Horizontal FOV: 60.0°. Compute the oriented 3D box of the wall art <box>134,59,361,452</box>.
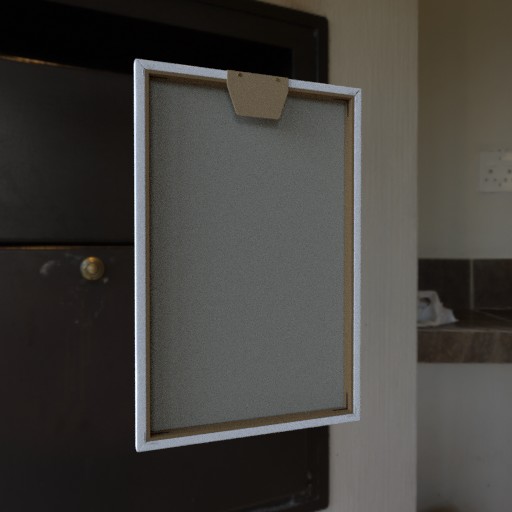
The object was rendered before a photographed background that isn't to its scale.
[{"bbox_3d":[0.000,0.000,1.143,0.602,0.916,0.048,0,1,-19],"label":"wall art"}]
